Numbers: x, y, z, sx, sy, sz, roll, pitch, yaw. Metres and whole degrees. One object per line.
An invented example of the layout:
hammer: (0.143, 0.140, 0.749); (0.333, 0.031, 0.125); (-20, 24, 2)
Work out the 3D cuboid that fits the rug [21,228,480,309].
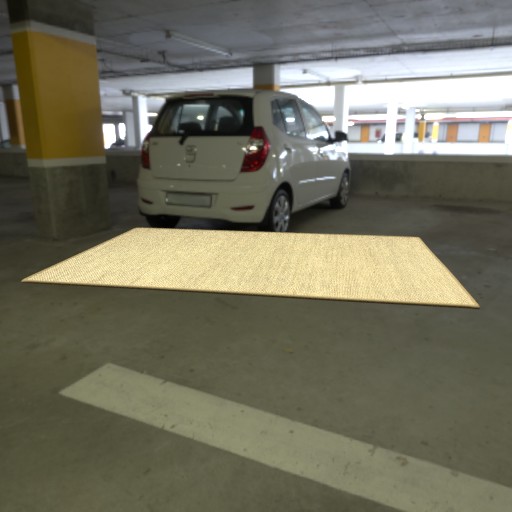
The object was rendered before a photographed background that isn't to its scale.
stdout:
rug: (0.000, 0.000, 2.083); (1.667, 0.013, 1.062); (2, 15, 9)
